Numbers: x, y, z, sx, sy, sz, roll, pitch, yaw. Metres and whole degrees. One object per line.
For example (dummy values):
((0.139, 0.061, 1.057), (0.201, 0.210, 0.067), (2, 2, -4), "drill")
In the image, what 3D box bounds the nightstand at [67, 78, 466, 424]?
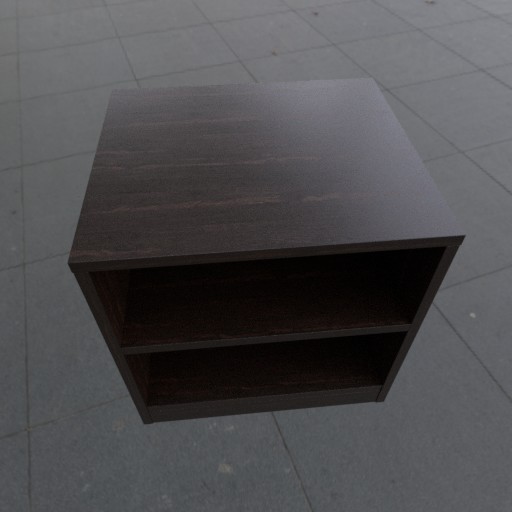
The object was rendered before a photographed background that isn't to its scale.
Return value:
((0.000, 0.000, 0.861), (0.489, 0.487, 0.427), (-4, 47, -4), "nightstand")
